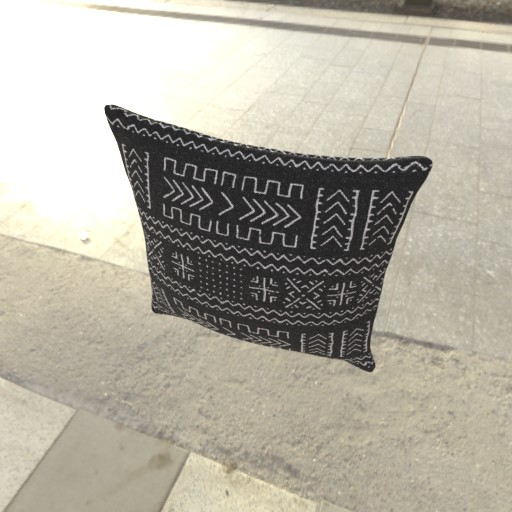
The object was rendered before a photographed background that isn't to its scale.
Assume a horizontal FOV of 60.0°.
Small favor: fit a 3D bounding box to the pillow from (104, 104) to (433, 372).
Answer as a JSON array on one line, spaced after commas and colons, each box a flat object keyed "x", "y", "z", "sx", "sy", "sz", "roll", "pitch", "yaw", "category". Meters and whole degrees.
[{"x": 0.000, "y": 0.000, "z": 0.691, "sx": 0.438, "sy": 0.430, "sz": 0.164, "roll": 13, "pitch": 44, "yaw": 14, "category": "pillow"}]
